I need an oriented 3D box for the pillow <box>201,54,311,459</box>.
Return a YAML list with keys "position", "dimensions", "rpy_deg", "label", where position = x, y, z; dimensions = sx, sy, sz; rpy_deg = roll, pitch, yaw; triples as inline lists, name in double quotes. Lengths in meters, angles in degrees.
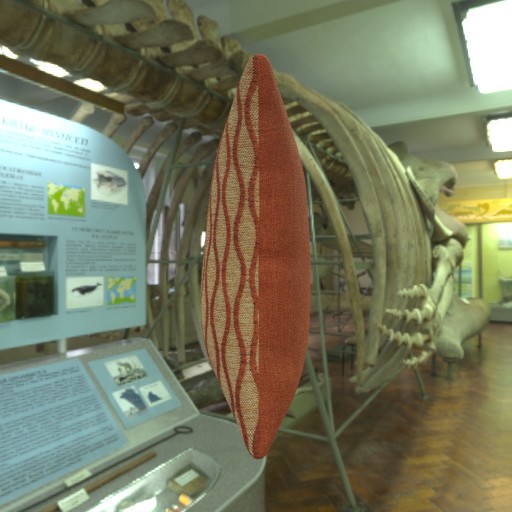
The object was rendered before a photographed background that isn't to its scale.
- position: [0.000, 0.000, 0.680]
  dimensions: [0.159, 0.434, 0.429]
  rpy_deg: [0, 0, 0]
  label: "pillow"
